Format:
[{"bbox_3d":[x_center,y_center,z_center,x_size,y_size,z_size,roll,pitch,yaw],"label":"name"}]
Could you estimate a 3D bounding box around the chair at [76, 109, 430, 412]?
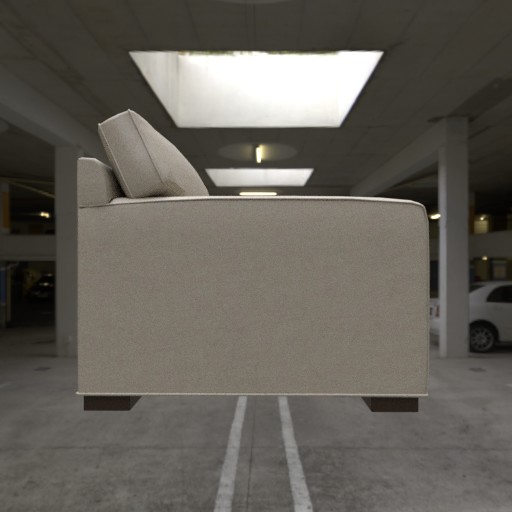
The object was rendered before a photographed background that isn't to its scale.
[{"bbox_3d":[0.000,0.000,1.779,1.043,0.913,0.998,0,0,1],"label":"chair"}]
